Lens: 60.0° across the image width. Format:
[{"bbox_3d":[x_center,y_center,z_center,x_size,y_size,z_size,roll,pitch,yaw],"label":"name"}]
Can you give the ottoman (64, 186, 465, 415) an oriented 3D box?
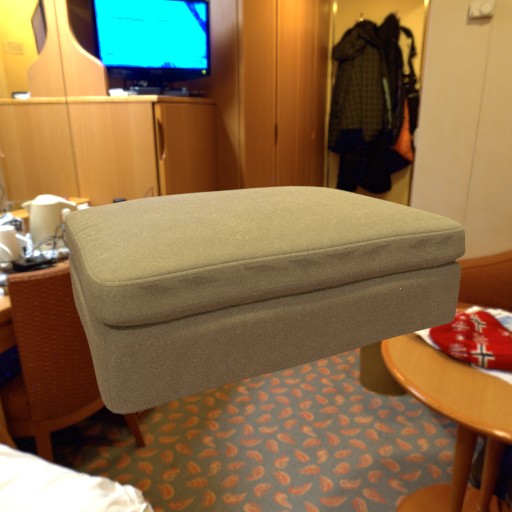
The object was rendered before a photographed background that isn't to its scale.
[{"bbox_3d":[0.000,0.000,1.580,1.199,0.429,0.840,-9,20,-25],"label":"ottoman"}]
